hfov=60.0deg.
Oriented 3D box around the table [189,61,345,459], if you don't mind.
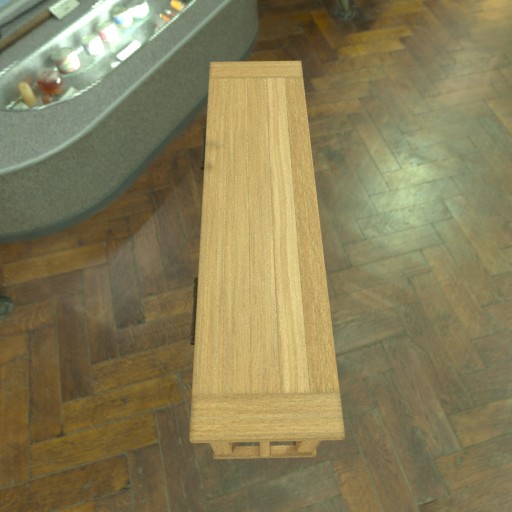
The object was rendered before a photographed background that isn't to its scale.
[{"bbox_3d":[0.000,0.000,1.907,0.442,0.762,1.599,-1,59,-1],"label":"table"}]
